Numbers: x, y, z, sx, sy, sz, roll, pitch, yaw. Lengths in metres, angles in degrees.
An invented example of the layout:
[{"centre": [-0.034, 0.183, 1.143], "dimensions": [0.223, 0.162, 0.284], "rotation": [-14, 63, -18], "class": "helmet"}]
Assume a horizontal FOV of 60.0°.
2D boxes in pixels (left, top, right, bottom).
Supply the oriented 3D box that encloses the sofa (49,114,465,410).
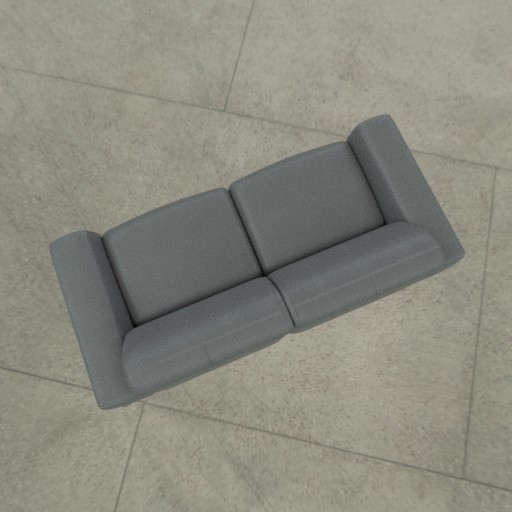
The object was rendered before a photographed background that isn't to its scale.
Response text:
[{"centre": [0.000, 0.000, 2.326], "dimensions": [1.901, 0.772, 0.900], "rotation": [-22, 77, -5], "class": "sofa"}]
